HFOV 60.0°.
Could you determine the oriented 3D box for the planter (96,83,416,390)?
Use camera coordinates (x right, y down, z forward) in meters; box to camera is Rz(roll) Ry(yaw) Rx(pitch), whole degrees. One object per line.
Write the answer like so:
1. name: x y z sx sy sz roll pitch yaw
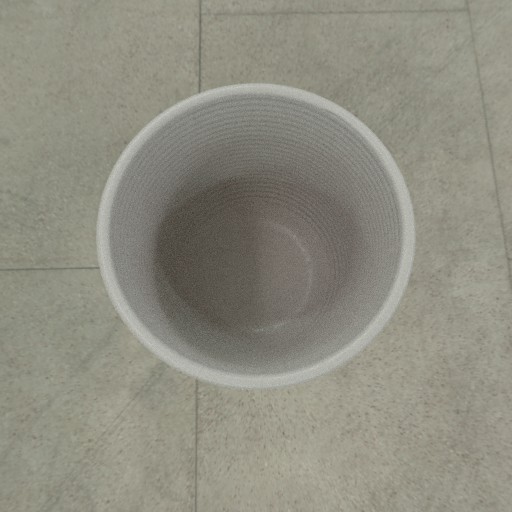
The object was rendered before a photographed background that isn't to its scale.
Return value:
1. planter: 0.000 0.000 0.307 0.170 0.152 0.170 0 77 0
